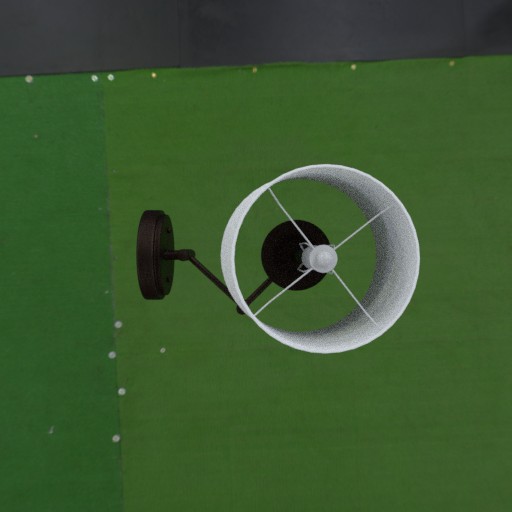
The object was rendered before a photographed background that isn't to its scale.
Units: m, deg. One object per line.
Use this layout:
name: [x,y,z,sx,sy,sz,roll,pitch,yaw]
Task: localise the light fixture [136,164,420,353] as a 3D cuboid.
light fixture: [0.000,0.000,0.270,0.157,0.172,0.100,0,91,-1]
